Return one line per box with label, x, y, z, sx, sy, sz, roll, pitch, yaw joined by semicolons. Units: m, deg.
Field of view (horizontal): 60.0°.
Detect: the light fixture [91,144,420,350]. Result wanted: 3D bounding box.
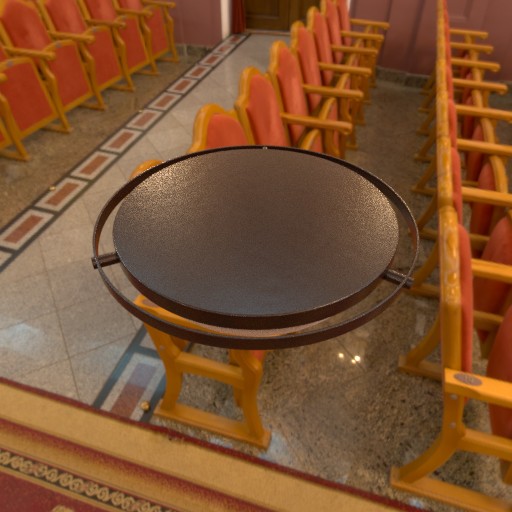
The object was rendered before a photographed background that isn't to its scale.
light fixture;0.000;0.000;0.546;0.361;0.130;0.361;0;40;0
